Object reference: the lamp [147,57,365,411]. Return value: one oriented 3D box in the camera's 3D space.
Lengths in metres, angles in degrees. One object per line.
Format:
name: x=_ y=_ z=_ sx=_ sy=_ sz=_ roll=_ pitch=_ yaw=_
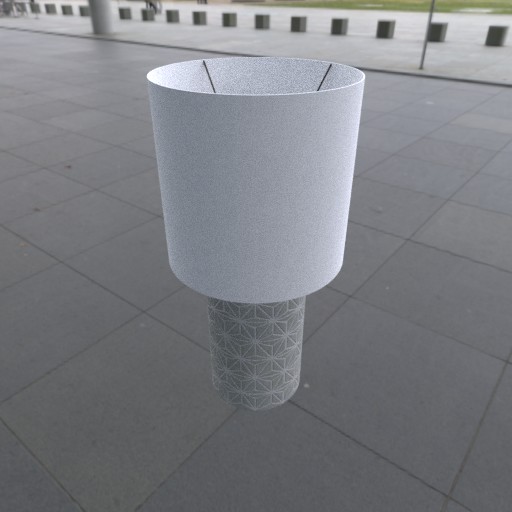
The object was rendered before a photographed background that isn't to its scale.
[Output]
lamp: x=0.000 y=0.000 z=0.536 sx=0.206 sy=0.416 sz=0.206 roll=-21 pitch=37 yaw=-30
